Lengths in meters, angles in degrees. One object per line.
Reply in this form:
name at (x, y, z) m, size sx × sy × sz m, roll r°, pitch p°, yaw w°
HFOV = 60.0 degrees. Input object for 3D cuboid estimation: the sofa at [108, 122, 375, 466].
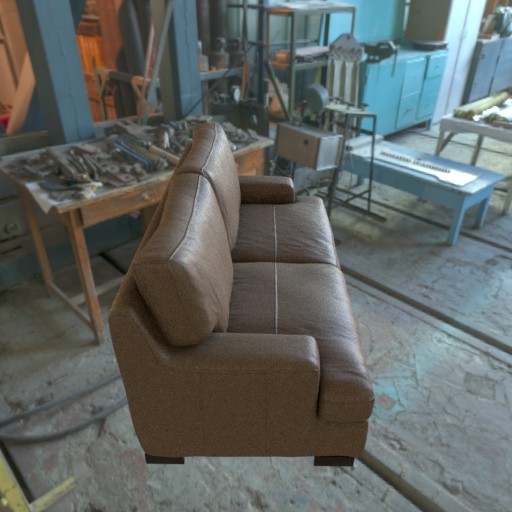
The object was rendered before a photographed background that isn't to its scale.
sofa at (0.000, 0.000, 2.375) m, size 0.962 × 0.980 × 1.855 m, roll 0°, pitch 32°, yaw 1°
